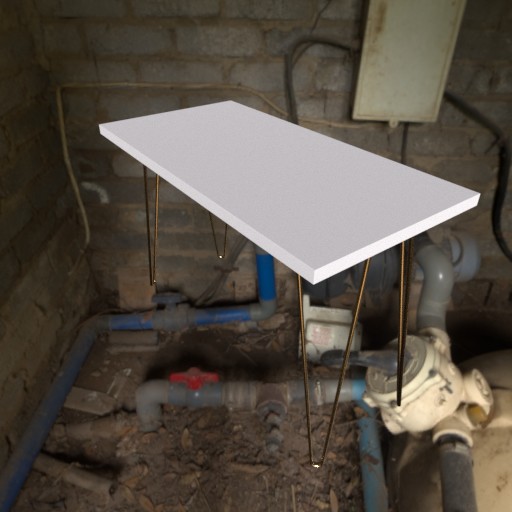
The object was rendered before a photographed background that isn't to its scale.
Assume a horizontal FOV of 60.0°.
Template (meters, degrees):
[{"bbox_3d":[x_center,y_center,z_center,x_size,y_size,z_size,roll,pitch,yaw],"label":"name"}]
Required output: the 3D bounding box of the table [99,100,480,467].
[{"bbox_3d":[0.000,0.000,1.367,0.498,0.660,0.991,-22,39,-30],"label":"table"}]
